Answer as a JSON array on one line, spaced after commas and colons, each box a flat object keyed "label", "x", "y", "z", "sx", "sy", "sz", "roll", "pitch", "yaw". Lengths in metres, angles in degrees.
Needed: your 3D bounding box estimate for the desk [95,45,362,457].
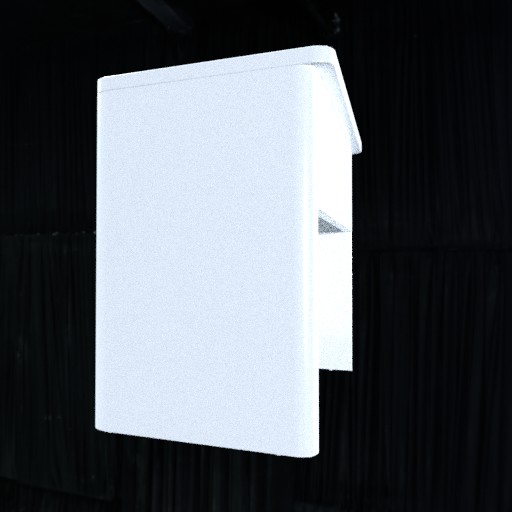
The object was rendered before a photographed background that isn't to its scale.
[{"label": "desk", "x": 0.000, "y": 0.000, "z": 1.285, "sx": 0.549, "sy": 0.800, "sz": 0.762, "roll": 0, "pitch": -1, "yaw": 18}]
